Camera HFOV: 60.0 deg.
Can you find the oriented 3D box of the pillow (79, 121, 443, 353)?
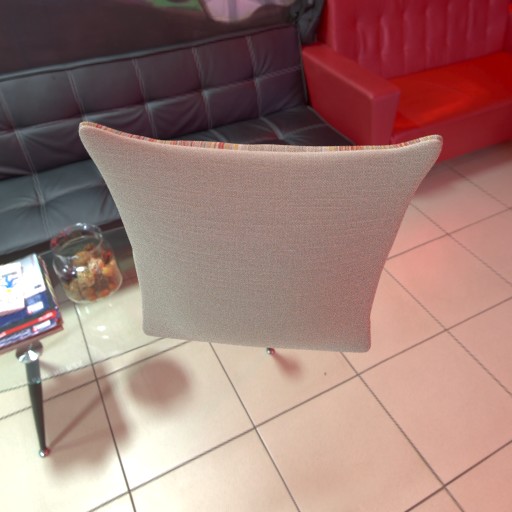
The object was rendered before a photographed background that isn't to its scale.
[{"bbox_3d":[0.000,0.000,0.700,0.451,0.449,0.191,4,45,4],"label":"pillow"}]
